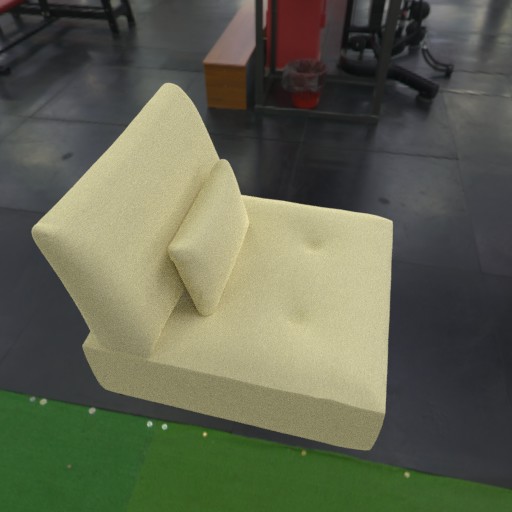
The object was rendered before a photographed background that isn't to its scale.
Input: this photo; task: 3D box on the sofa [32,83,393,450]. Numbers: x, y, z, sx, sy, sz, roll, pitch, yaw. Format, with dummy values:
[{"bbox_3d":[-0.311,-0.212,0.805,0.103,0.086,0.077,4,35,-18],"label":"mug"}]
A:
[{"bbox_3d":[0.000,0.000,1.609,1.000,0.820,0.930,10,46,10],"label":"sofa"}]
